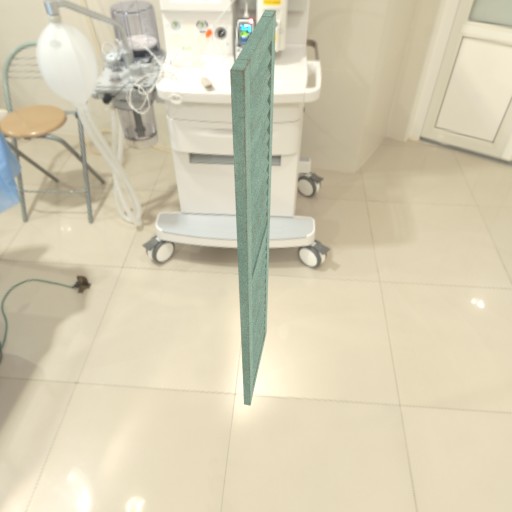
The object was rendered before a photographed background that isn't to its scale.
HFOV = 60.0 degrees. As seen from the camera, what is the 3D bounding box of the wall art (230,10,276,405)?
[{"bbox_3d":[0.000,0.000,1.299,0.025,1.219,0.329,8,46,8],"label":"wall art"}]
